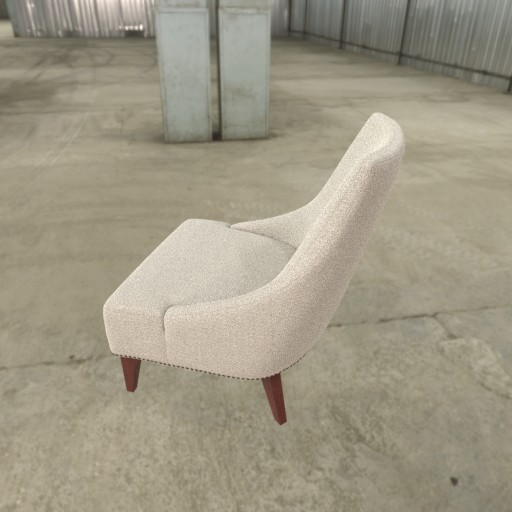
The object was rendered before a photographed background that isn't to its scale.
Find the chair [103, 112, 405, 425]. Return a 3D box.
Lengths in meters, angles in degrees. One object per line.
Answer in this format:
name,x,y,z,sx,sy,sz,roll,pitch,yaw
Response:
chair,0.000,0.000,1.543,0.861,0.909,0.701,8,31,14
